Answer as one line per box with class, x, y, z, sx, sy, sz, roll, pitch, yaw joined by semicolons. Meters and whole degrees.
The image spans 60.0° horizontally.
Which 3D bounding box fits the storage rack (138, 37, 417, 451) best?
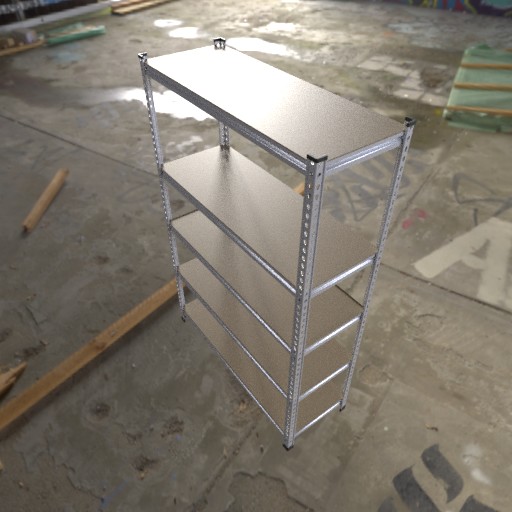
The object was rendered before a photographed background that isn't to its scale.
storage rack;0.000;0.000;2.358;0.457;1.829;1.219;-26;47;-27
